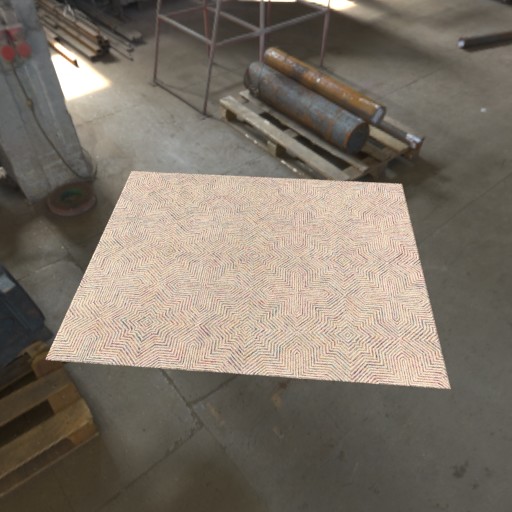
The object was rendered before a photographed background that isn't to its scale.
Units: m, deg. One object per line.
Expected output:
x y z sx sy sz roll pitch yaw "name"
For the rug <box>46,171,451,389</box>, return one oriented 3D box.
0.000 0.000 4.152 3.046 0.008 2.442 3 47 3 "rug"
